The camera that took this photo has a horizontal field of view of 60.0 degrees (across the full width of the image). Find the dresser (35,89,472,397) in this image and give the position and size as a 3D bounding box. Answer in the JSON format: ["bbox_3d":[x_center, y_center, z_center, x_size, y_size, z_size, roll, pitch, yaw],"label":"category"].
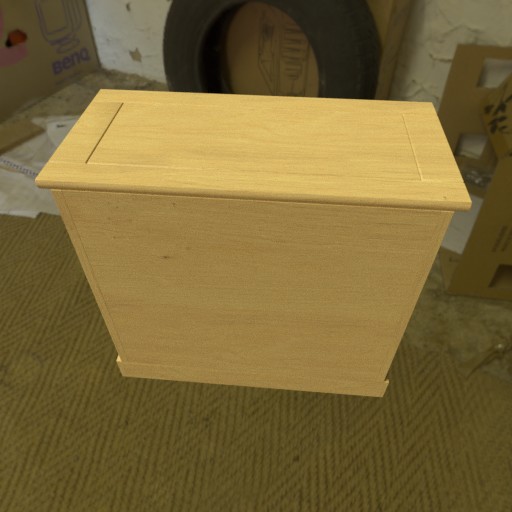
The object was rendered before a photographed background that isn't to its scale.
[{"bbox_3d":[0.000,0.000,1.373,0.915,0.835,0.440,4,46,3],"label":"dresser"}]
